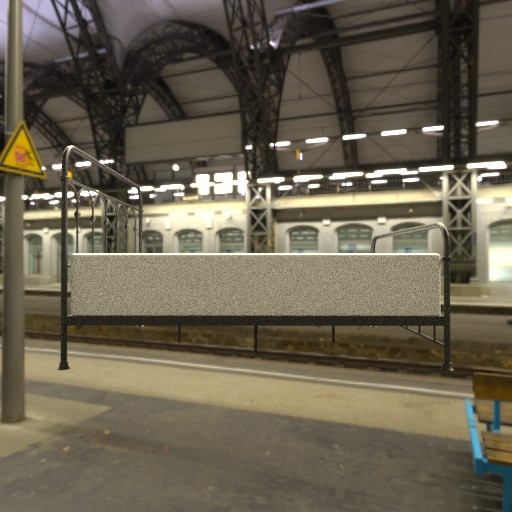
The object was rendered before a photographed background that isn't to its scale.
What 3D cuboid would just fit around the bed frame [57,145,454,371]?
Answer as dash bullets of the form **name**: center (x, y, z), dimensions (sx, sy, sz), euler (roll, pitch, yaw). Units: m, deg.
- **bed frame**: center (0.000, 0.000, 3.270), dimensions (2.203, 1.276, 1.664), euler (0, -1, 0)
